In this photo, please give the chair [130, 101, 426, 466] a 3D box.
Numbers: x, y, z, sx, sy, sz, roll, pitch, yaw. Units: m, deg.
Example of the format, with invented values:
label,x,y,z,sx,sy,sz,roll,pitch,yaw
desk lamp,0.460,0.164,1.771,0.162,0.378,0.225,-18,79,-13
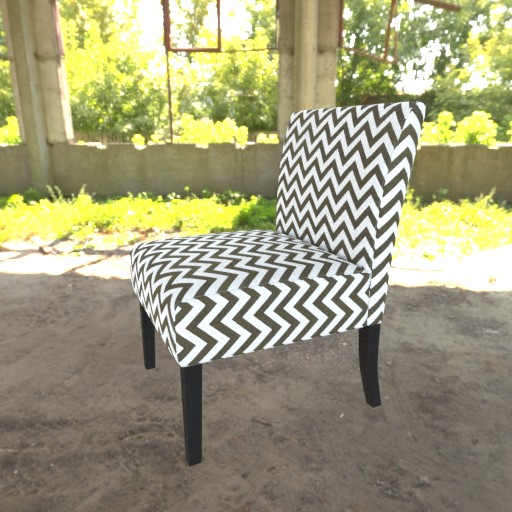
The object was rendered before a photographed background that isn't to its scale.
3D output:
label,x,y,z,sx,sy,sz,roll,pitch,yaw
chair,0.000,0.000,1.291,0.648,0.838,0.589,-7,17,-24
